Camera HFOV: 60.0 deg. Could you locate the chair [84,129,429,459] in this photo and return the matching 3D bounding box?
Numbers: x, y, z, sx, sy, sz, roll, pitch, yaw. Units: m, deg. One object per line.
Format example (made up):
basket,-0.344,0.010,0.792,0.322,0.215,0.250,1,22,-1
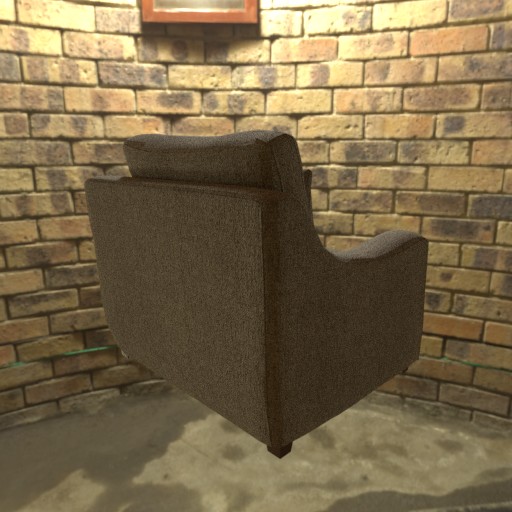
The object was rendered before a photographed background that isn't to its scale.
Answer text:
chair,0.000,0.000,1.932,1.009,1.037,1.138,-13,19,-43
